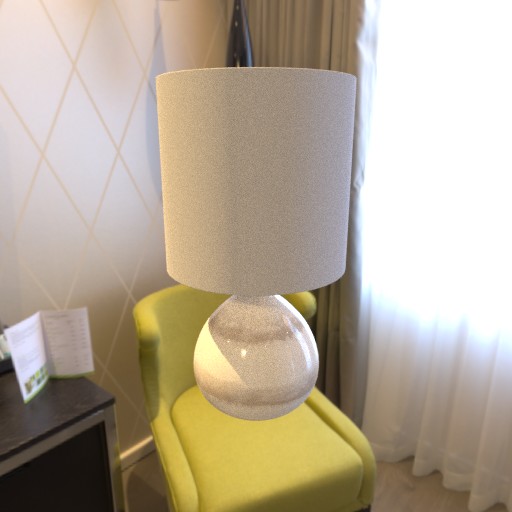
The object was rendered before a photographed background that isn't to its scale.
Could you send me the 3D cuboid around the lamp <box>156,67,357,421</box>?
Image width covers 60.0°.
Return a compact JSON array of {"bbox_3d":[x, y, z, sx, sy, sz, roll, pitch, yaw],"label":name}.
[{"bbox_3d":[0.000,0.000,0.544,0.217,0.404,0.217,3,16,10],"label":"lamp"}]
